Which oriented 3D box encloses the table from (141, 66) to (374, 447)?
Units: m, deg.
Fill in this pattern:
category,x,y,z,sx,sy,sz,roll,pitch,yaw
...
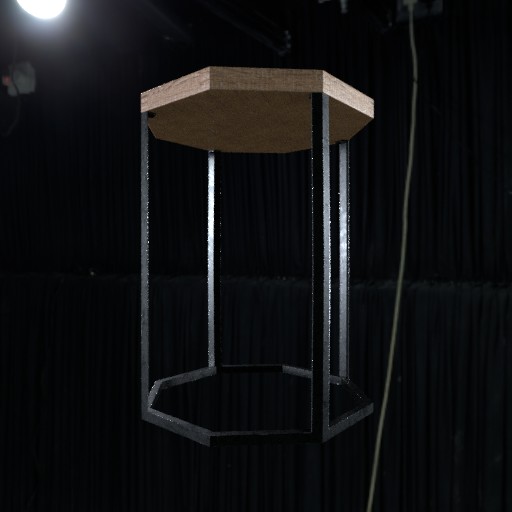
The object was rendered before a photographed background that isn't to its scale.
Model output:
category,x,y,z,sx,sy,sz,roll,pitch,yaw
table,0.000,0.000,0.852,0.437,0.553,0.437,0,1,18
